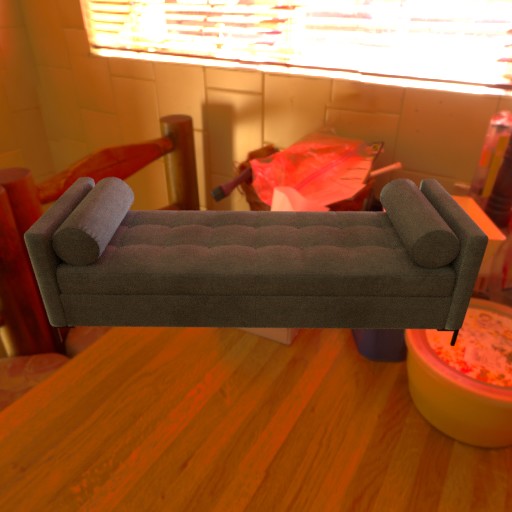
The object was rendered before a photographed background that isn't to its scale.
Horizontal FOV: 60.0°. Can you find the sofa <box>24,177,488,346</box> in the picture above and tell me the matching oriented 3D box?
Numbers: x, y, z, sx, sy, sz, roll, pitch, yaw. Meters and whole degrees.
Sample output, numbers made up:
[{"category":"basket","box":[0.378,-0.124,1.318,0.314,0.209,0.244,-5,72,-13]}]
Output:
[{"category":"sofa","box":[0.000,0.000,2.316,1.981,0.635,0.686,0,31,1]}]
